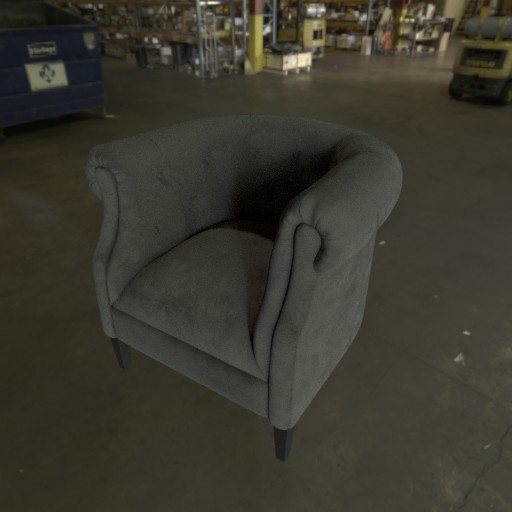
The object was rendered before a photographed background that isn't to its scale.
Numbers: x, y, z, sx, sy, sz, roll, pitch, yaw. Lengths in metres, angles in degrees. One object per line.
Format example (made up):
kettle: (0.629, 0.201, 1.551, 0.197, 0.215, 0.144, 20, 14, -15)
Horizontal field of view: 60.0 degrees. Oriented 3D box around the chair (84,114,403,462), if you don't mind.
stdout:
chair: (0.000, 0.000, 1.572, 0.904, 0.826, 0.851, 19, 35, 28)
